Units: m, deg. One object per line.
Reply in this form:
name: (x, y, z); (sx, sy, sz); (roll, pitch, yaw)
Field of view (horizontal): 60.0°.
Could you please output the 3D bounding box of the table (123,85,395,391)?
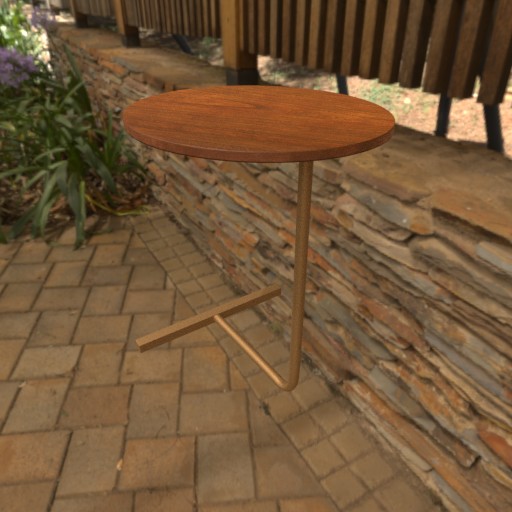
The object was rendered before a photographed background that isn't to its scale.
table: (0.000, 0.000, 1.101); (0.530, 0.706, 0.577); (-19, 36, -29)
